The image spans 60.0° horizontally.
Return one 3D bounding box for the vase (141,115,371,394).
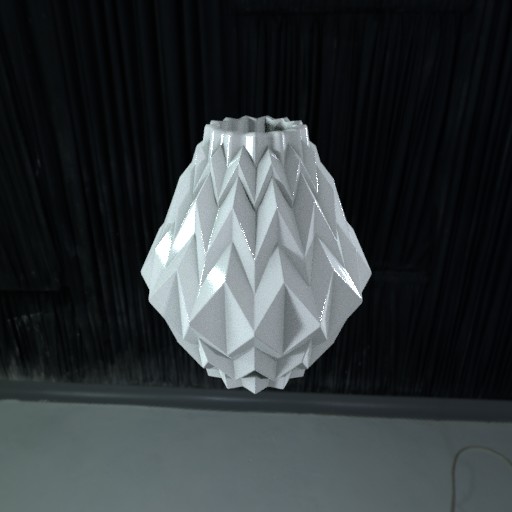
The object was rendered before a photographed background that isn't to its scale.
[{"bbox_3d":[0.000,0.000,0.319,0.164,0.185,0.164,0,27,0],"label":"vase"}]
